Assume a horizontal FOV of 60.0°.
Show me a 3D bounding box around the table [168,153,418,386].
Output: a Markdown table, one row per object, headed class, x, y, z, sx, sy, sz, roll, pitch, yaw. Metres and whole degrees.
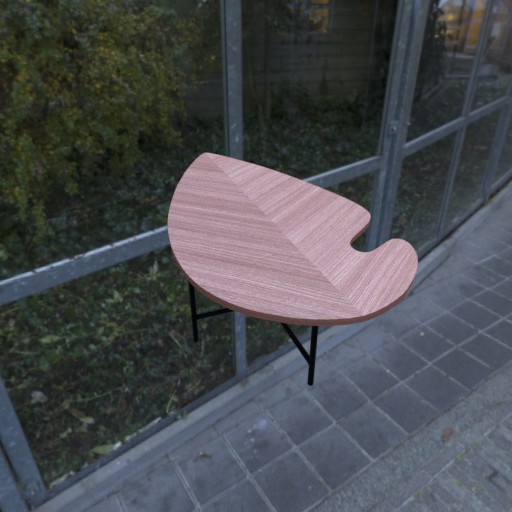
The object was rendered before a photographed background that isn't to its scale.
| class | x | y | z | sx | sy | sz | roll | pitch | yaw |
| --- | --- | --- | --- | --- | --- | --- | --- | --- | --- |
| table | 0.000 | 0.000 | 1.458 | 0.598 | 0.360 | 1.199 | -11 | 31 | -18 |
